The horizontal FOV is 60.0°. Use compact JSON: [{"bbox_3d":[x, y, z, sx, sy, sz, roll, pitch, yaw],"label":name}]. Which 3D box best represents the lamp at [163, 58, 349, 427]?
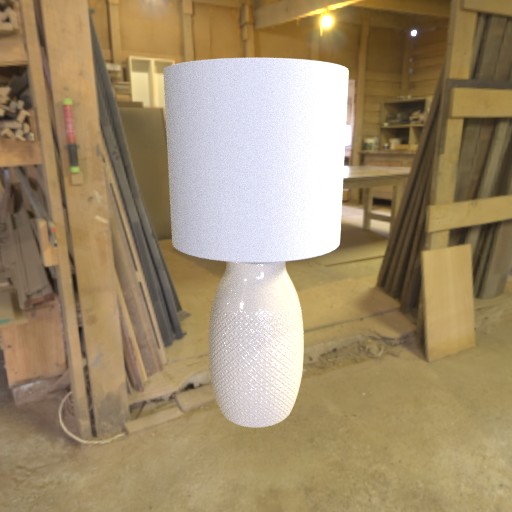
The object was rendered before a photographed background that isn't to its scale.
[{"bbox_3d":[0.000,0.000,0.588,0.217,0.453,0.217,-7,17,-25],"label":"lamp"}]
